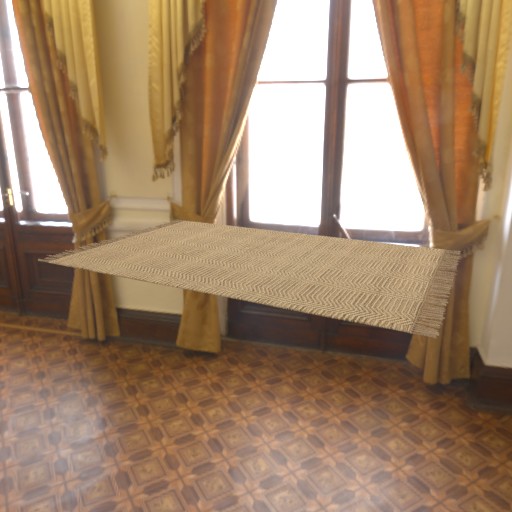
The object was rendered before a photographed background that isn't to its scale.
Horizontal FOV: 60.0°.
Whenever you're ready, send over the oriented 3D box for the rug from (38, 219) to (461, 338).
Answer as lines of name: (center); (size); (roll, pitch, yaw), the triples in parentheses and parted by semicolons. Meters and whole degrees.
rug: (0.000, 0.000, 2.446); (2.021, 0.027, 1.224); (8, 18, 26)
